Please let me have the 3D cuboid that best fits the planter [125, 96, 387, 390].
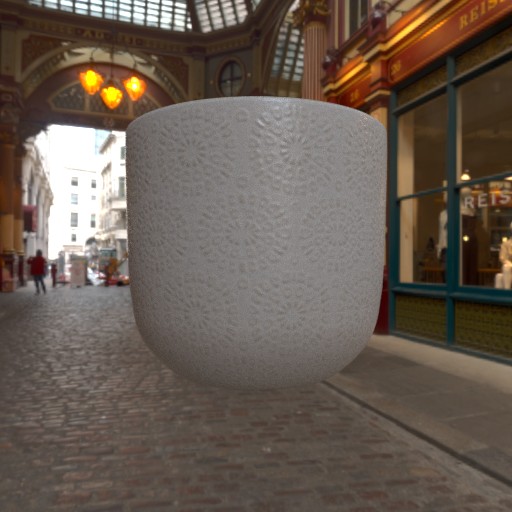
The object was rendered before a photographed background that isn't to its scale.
[{"bbox_3d":[0.000,0.000,0.366,0.208,0.190,0.208,0,0,0],"label":"planter"}]
